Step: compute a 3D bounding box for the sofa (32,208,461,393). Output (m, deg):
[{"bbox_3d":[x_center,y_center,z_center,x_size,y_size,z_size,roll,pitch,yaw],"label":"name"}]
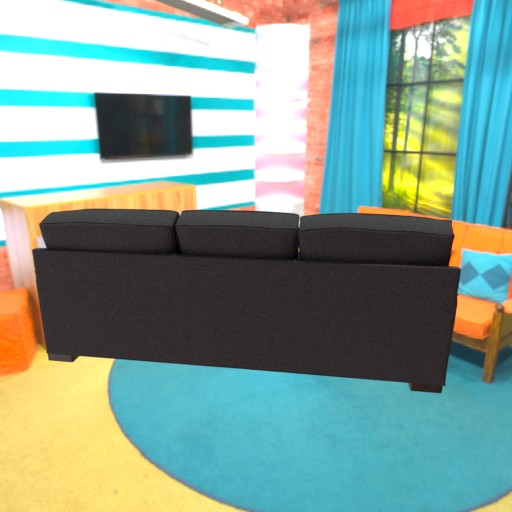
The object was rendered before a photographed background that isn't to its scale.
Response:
[{"bbox_3d":[0.000,0.000,3.293,2.370,0.973,1.790,3,17,8],"label":"sofa"}]
